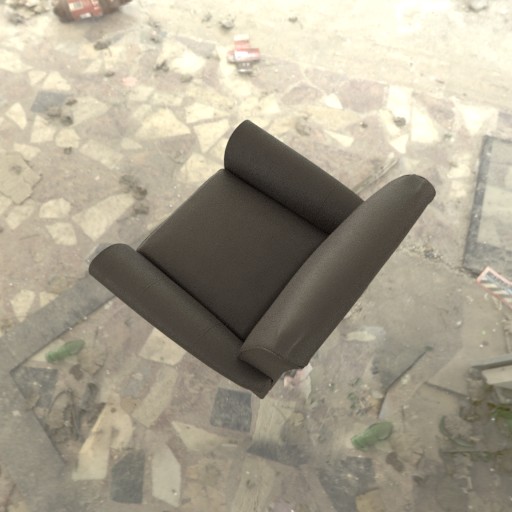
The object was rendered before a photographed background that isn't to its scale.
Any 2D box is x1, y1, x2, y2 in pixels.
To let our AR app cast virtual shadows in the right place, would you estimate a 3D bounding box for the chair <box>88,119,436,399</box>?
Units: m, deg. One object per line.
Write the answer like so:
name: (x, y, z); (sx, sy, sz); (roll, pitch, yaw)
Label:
chair: (0.000, 0.000, 1.810); (0.902, 1.061, 0.978); (36, 69, 16)
